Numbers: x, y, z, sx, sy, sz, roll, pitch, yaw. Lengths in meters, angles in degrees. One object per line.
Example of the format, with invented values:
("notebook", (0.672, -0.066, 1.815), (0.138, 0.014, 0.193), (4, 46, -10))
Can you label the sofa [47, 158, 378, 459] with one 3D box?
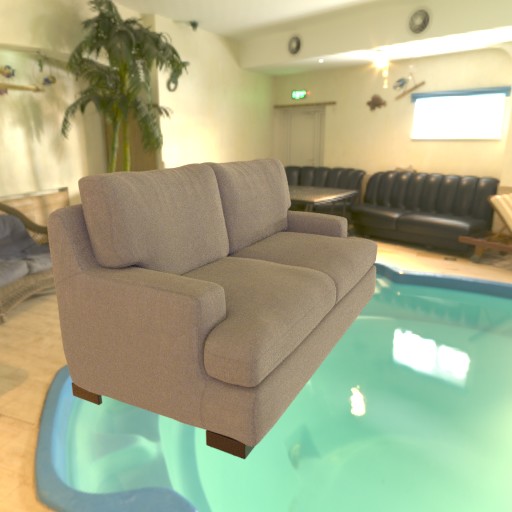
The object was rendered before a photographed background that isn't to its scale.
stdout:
("sofa", (0.000, 0.000, 2.408), (0.962, 0.980, 1.855), (8, 17, 27))
